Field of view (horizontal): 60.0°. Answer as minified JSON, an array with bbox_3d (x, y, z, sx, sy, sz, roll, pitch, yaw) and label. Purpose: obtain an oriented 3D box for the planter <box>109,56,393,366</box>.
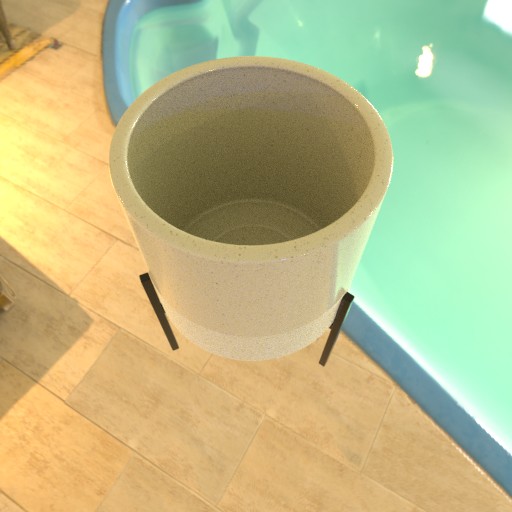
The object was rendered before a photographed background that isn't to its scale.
[{"bbox_3d":[0.000,0.000,0.335,0.159,0.230,0.152,32,63,18],"label":"planter"}]
